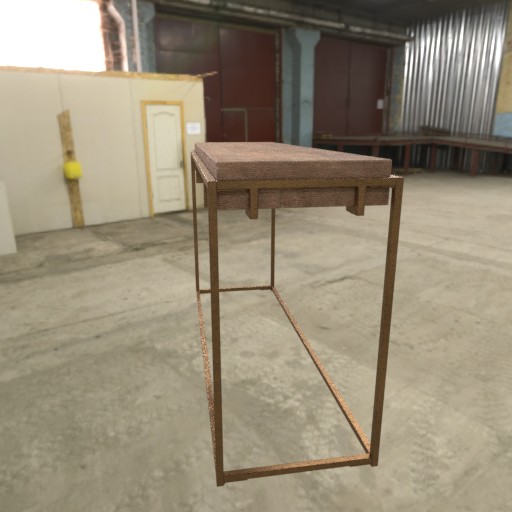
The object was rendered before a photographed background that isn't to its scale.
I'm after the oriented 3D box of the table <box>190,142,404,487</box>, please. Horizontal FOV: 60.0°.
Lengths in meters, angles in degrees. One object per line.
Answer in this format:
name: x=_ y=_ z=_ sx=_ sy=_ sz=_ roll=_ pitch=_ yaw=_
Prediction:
table: x=0.000 y=0.000 z=1.727 sx=0.440 sy=0.820 sz=1.400 roll=-3 pitch=16 yaw=-9
